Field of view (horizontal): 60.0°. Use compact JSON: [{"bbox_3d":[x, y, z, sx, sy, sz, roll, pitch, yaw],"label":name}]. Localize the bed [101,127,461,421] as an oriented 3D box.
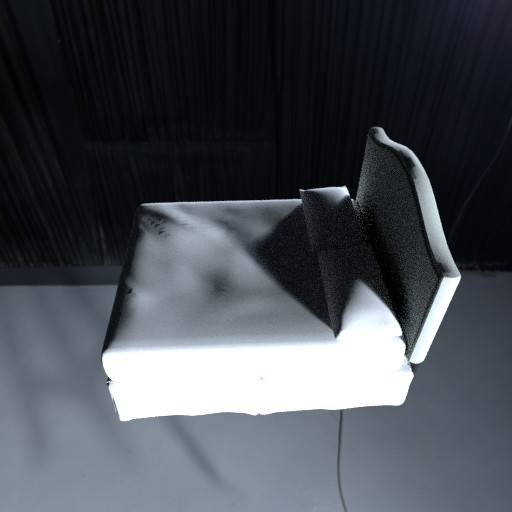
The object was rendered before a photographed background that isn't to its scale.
[{"bbox_3d":[0.000,0.000,3.398,2.180,1.607,1.813,-2,43,-2],"label":"bed"}]
